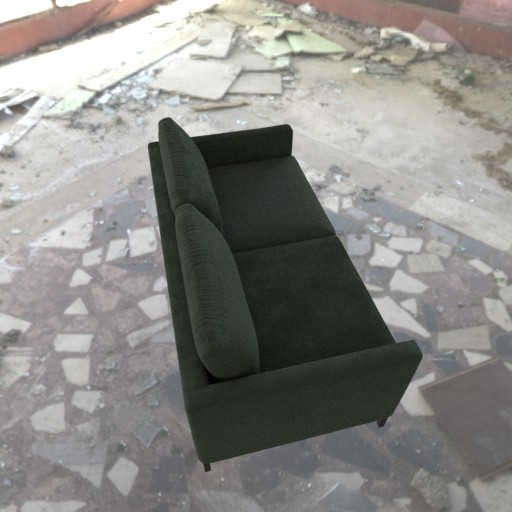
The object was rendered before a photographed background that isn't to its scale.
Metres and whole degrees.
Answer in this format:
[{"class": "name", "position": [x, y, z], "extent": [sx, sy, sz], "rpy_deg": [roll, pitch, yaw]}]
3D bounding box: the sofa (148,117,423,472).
[{"class": "sofa", "position": [0.000, 0.000, 2.198], "extent": [0.875, 0.817, 1.676], "rpy_deg": [-10, 47, -10]}]
